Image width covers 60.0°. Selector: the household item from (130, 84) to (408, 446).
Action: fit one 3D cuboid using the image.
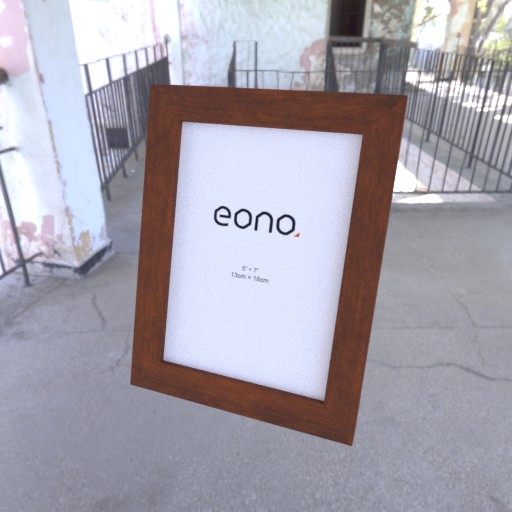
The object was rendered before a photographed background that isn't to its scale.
[{"bbox_3d":[0.000,0.000,0.294,0.160,0.204,0.096,9,29,17],"label":"household item"}]
